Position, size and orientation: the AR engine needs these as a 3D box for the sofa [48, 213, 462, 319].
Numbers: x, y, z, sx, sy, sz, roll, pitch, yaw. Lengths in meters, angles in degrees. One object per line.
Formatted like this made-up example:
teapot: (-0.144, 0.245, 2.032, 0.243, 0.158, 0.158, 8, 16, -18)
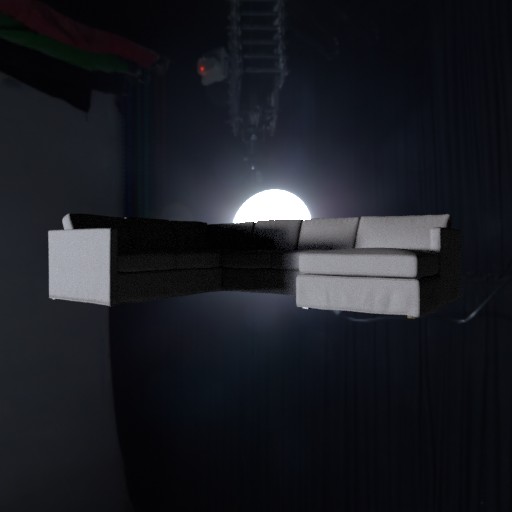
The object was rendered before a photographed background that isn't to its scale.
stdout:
sofa: (0.000, 0.000, 4.474, 3.460, 0.882, 2.427, 1, 1, 35)
